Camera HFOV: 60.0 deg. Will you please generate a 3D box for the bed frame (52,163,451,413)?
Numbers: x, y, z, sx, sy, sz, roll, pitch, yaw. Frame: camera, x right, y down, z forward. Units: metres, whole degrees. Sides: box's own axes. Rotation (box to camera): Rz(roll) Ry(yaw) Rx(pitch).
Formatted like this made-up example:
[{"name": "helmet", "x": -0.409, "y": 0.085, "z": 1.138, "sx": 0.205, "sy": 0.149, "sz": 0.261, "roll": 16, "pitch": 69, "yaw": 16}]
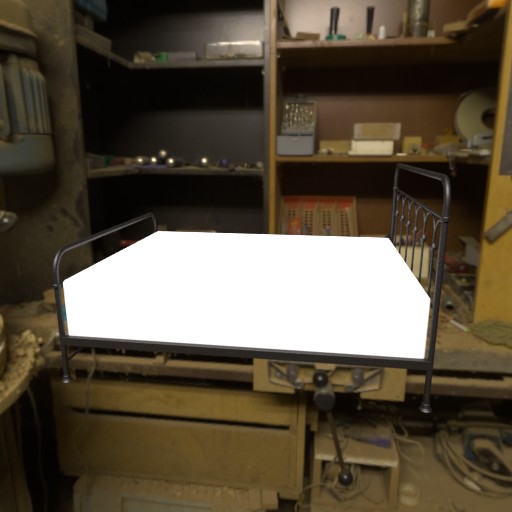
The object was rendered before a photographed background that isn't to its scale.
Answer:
[{"name": "bed frame", "x": 0.000, "y": 0.000, "z": 3.217, "sx": 2.203, "sy": 1.276, "sz": 1.664, "roll": 2, "pitch": 14, "yaw": 8}]
